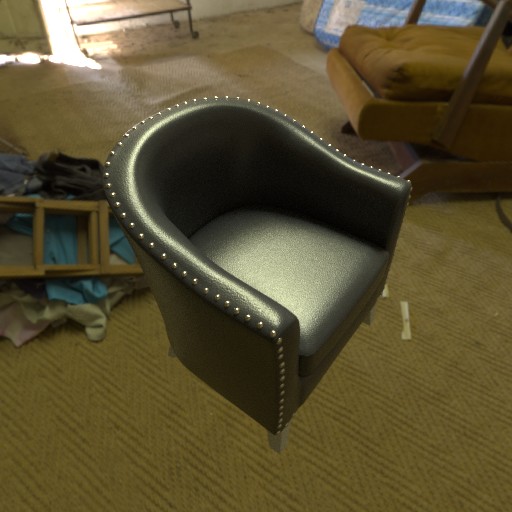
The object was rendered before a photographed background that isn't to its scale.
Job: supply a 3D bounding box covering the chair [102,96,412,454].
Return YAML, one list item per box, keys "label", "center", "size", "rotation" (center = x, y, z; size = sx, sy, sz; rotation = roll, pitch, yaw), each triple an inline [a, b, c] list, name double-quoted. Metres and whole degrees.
- label: "chair"
  center: [0.000, 0.000, 1.476]
  size: [0.748, 0.823, 0.794]
  rotation: [26, 47, 27]
